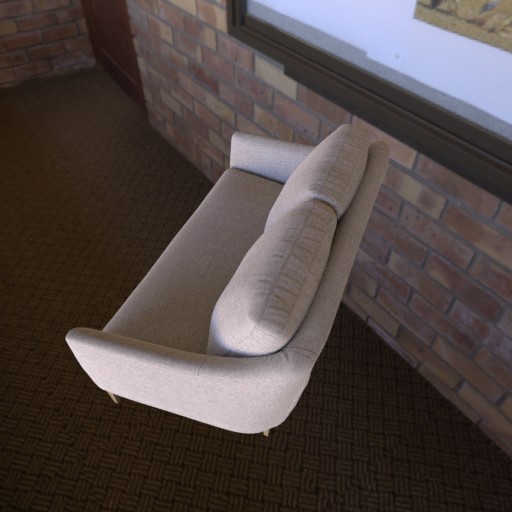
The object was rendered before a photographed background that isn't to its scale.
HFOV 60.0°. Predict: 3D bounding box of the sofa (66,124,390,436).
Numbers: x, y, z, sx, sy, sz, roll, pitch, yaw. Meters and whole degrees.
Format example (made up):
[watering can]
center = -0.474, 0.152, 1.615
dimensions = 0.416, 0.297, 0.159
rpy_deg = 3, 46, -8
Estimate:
[sofa]
center = 0.000, 0.000, 2.183
dimensions = 0.960, 0.904, 1.619
rpy_deg = 16, 48, 15
